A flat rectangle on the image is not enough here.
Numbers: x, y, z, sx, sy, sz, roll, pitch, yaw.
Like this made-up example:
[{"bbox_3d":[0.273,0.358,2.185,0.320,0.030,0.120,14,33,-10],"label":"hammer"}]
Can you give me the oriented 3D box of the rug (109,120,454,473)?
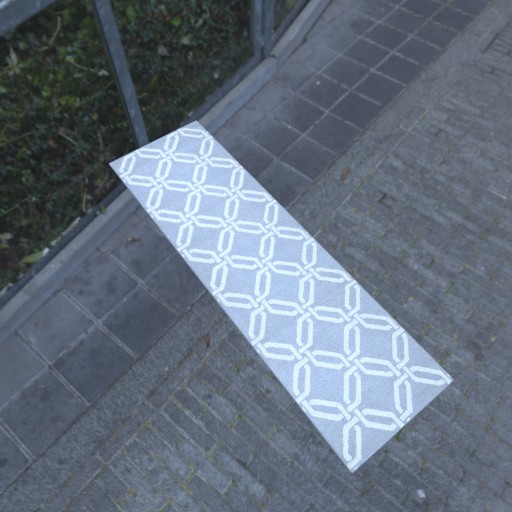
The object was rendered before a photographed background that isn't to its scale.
[{"bbox_3d":[0.000,0.000,2.509,0.678,0.014,2.276,-33,64,-18],"label":"rug"}]
